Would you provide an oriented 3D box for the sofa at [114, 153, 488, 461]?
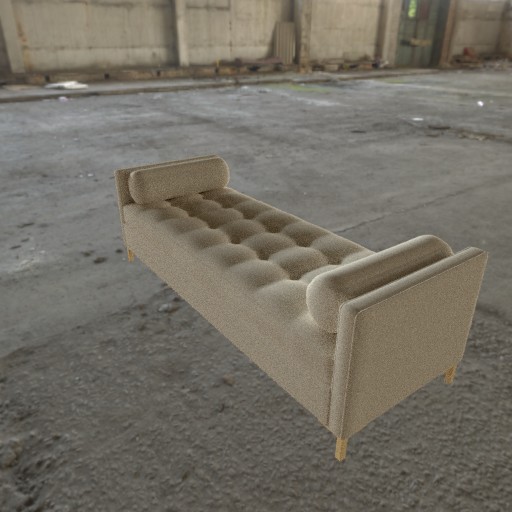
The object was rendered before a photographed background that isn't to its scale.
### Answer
[{"bbox_3d":[0.000,0.000,2.304,0.746,0.641,1.985,-18,31,-32],"label":"sofa"}]
